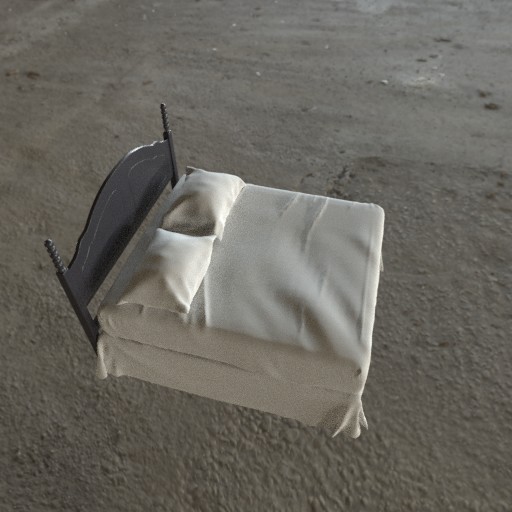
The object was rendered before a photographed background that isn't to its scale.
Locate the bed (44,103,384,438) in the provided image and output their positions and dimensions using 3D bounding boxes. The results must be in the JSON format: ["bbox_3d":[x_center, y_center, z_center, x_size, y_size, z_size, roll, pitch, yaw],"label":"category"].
[{"bbox_3d":[0.000,0.000,3.314,2.040,1.356,1.873,11,48,10],"label":"bed"}]
